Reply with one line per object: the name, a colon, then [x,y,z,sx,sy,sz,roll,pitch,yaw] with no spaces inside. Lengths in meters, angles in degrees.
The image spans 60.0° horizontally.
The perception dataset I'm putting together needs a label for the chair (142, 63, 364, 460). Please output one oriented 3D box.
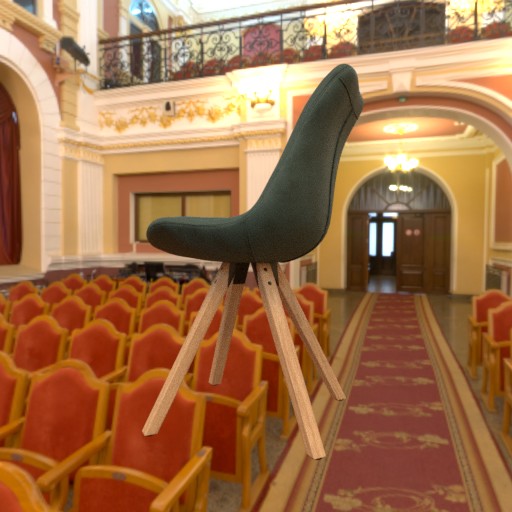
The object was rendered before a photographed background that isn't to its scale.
chair: [0.000,0.000,1.195,0.547,0.865,0.483,1,2,18]
